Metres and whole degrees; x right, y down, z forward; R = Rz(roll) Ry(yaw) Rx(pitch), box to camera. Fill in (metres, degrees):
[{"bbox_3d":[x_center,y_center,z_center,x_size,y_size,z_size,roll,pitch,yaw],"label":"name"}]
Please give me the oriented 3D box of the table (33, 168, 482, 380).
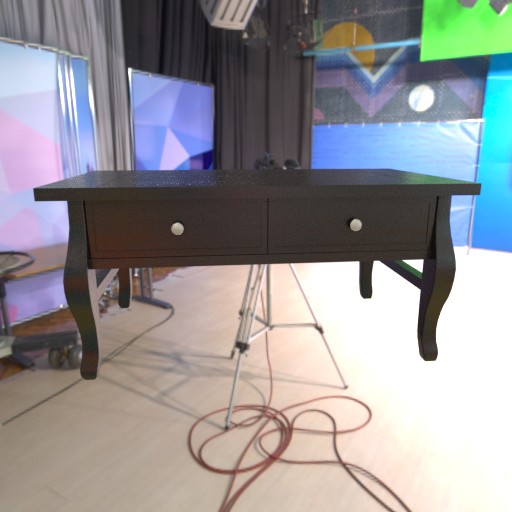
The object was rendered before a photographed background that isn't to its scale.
[{"bbox_3d":[0.000,0.000,1.384,1.062,0.494,0.600,-2,15,-6],"label":"table"}]
